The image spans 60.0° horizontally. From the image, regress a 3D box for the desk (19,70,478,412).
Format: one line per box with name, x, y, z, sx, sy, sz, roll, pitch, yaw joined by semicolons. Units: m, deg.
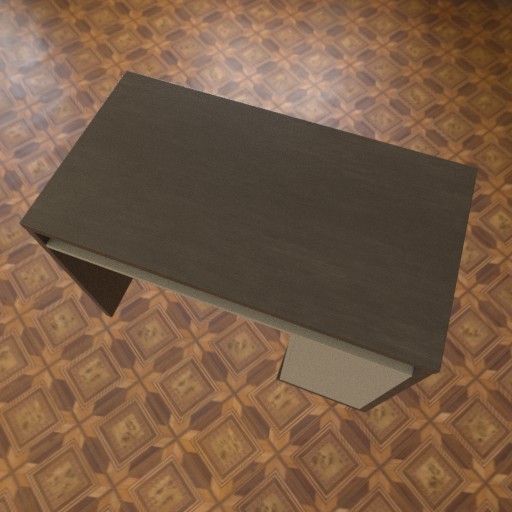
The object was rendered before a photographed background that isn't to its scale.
desk;0.000;0.000;1.534;1.100;0.750;0.600;18;65;9
